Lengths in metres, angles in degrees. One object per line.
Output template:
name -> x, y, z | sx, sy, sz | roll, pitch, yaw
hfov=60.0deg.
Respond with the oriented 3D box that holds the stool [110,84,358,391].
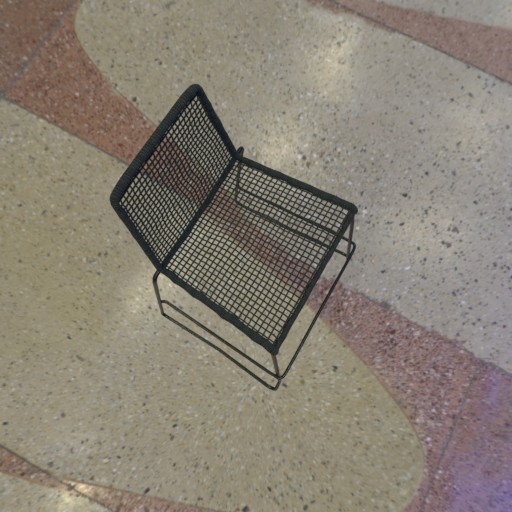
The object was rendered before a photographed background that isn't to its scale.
stool -> 0.000, 0.000, 1.266 | 0.509, 0.905, 0.590 | 30, 76, 8
